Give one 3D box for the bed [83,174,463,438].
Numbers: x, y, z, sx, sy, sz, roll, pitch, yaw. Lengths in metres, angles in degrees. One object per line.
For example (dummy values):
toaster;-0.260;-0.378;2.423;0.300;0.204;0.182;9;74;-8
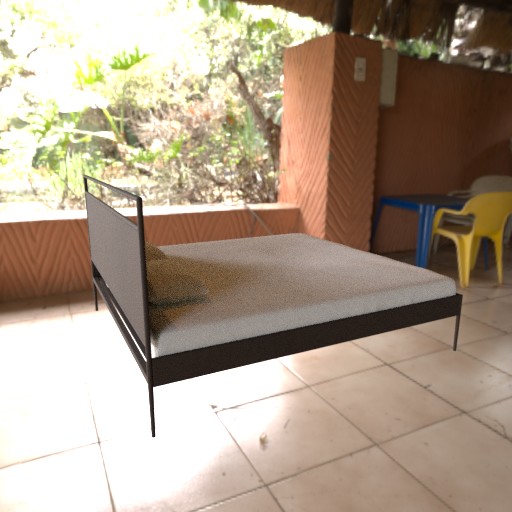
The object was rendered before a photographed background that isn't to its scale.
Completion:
bed;0.000;0.000;3.359;2.151;1.173;1.993;-7;15;-26
